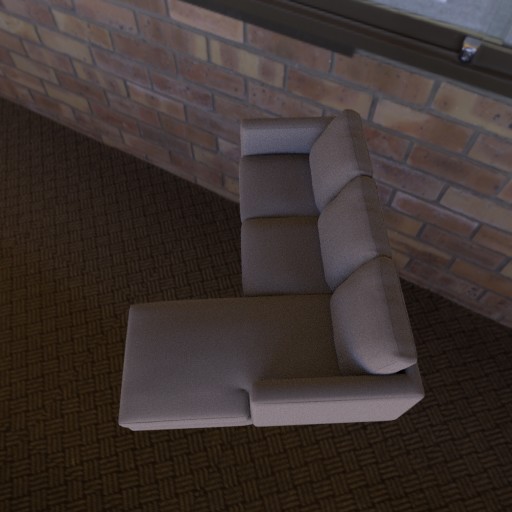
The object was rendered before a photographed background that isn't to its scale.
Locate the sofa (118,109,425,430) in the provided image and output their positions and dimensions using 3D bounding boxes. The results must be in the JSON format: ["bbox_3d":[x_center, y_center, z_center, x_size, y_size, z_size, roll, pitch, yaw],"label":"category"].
[{"bbox_3d":[0.000,0.000,2.901,1.591,0.897,2.031,-2,59,-1],"label":"sofa"}]
